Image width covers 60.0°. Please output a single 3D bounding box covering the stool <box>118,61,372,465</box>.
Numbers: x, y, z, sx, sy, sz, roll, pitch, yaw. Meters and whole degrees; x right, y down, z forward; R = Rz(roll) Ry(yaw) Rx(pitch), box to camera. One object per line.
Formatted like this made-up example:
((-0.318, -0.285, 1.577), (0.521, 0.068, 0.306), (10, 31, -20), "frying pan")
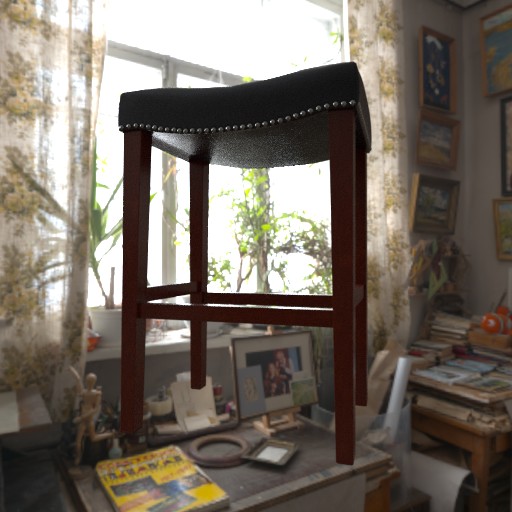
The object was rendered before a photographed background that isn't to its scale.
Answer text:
((0.000, 0.000, 1.027), (0.504, 0.742, 0.372), (0, 0, 18), "stool")
